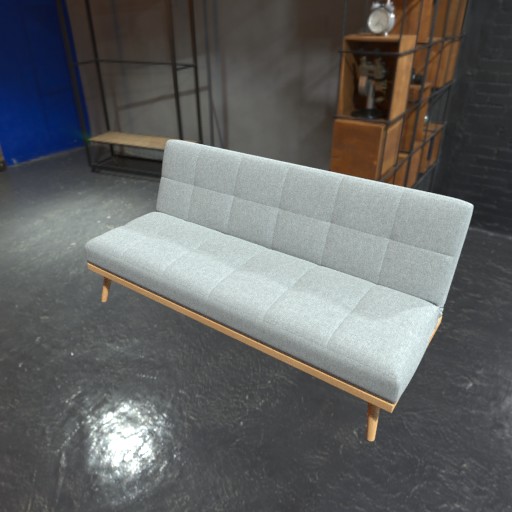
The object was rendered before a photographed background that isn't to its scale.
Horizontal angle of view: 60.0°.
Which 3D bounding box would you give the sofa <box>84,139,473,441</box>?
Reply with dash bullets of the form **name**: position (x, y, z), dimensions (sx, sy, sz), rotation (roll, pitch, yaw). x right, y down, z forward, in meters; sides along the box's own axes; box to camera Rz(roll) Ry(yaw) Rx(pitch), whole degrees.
- **sofa**: position (0.000, 0.000, 2.281), dimensions (1.820, 0.800, 0.800), rotation (19, 35, 30)
